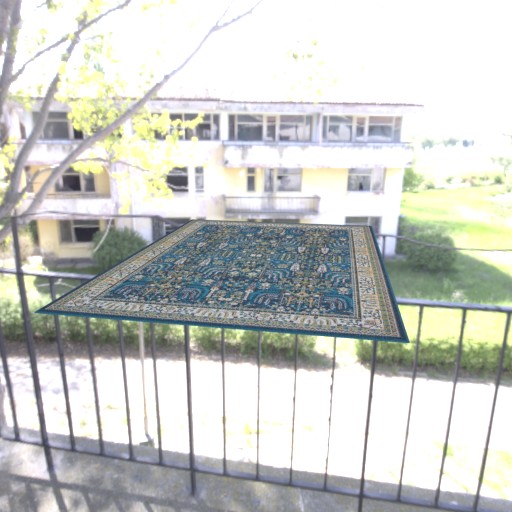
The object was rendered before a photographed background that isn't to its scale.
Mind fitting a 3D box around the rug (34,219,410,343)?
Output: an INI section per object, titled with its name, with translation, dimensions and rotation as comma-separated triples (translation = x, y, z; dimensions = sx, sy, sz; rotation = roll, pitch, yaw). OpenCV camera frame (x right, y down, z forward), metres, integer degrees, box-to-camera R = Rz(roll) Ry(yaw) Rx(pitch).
[rug]
translation = 0.000, 0.000, 3.984
dimensions = 2.226, 0.015, 3.044
rotation = 3, 16, 10
